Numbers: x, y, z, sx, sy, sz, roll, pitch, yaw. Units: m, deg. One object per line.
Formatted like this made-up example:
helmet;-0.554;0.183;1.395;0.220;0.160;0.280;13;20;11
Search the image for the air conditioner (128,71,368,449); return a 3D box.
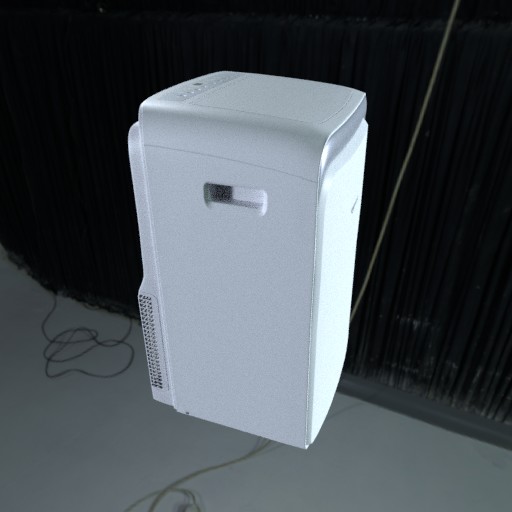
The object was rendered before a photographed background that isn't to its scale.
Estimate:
air conditioner;0.000;0.000;1.063;0.467;0.765;0.478;12;34;18
